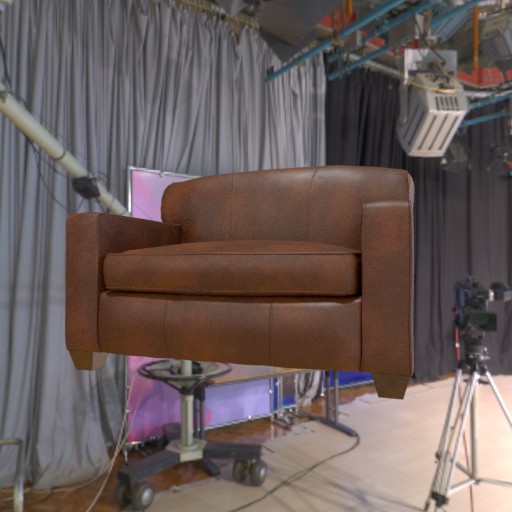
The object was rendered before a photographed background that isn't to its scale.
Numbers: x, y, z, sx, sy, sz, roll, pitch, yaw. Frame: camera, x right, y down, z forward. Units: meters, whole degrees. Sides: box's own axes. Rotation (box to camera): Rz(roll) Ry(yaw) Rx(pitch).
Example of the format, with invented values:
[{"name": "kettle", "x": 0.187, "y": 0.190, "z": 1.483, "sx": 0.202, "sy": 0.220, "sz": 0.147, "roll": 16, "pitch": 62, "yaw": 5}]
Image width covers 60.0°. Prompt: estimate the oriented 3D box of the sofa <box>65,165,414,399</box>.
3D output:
[{"name": "sofa", "x": 0.000, "y": 0.000, "z": 2.064, "sx": 1.413, "sy": 0.956, "sz": 1.000, "roll": 0, "pitch": -1, "yaw": 18}]
